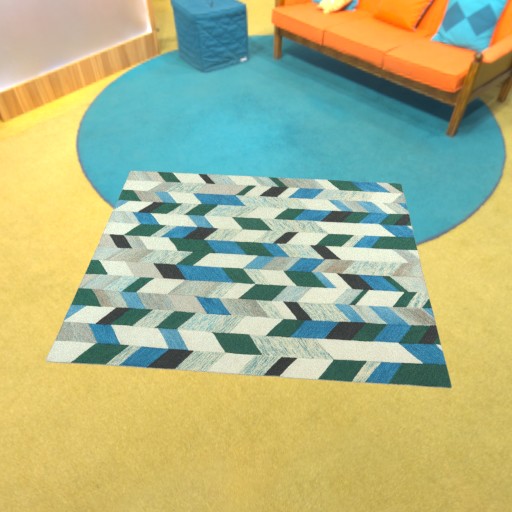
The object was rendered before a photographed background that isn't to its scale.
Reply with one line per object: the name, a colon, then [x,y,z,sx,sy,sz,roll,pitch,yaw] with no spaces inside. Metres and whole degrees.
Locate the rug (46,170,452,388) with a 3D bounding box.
rug: [0.000,0.000,4.119,3.036,0.008,2.440,3,47,3]
